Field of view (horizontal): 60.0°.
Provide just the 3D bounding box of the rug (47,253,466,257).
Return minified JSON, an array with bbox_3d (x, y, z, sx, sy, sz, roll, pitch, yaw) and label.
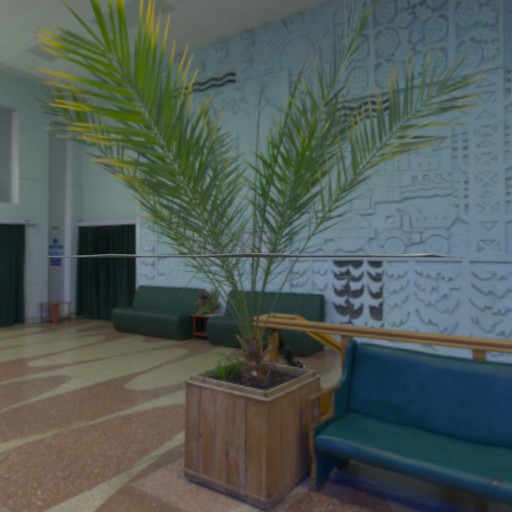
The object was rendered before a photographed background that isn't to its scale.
[{"bbox_3d":[0.000,0.000,4.357,3.333,0.027,2.428,0,0,36],"label":"rug"}]
